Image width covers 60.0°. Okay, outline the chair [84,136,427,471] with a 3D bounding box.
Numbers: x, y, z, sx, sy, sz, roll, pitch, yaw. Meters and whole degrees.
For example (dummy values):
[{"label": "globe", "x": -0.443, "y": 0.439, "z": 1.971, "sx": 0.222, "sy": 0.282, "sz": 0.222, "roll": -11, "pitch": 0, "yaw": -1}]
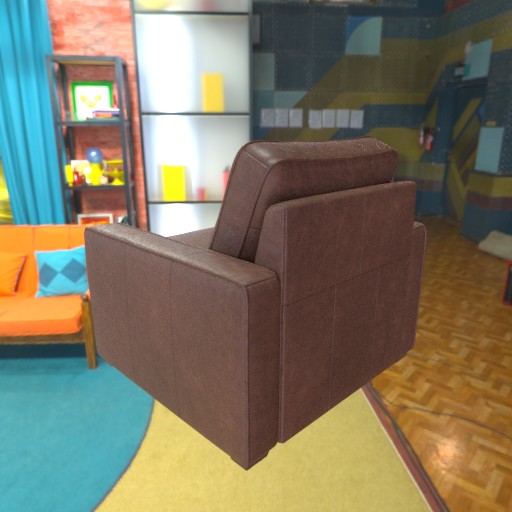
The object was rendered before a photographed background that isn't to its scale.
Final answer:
[{"label": "chair", "x": 0.000, "y": 0.000, "z": 1.756, "sx": 1.017, "sy": 0.919, "sz": 0.940, "roll": -16, "pitch": 23, "yaw": -42}]
